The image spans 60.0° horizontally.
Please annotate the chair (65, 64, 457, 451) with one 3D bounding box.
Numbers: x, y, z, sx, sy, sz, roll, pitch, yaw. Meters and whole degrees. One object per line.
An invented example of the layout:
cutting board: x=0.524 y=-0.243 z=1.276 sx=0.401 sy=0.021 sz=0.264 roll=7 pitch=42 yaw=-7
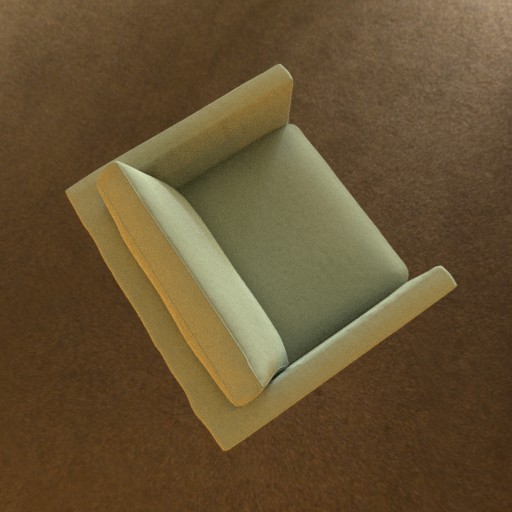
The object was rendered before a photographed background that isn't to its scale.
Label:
chair: x=0.000 y=0.000 z=1.745 sx=0.949 sy=0.863 sz=1.057 roll=-33 pitch=78 yaw=-8
